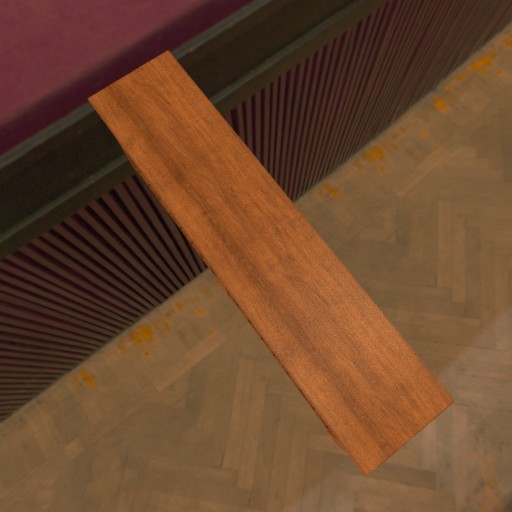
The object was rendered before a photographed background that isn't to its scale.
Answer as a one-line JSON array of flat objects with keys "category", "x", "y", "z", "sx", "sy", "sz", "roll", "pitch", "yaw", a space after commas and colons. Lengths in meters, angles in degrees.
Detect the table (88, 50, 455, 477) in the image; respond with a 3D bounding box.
[{"category": "table", "x": 0.000, "y": 0.000, "z": 2.013, "sx": 0.425, "sy": 0.635, "sz": 1.815, "roll": -36, "pitch": 78, "yaw": -9}]
